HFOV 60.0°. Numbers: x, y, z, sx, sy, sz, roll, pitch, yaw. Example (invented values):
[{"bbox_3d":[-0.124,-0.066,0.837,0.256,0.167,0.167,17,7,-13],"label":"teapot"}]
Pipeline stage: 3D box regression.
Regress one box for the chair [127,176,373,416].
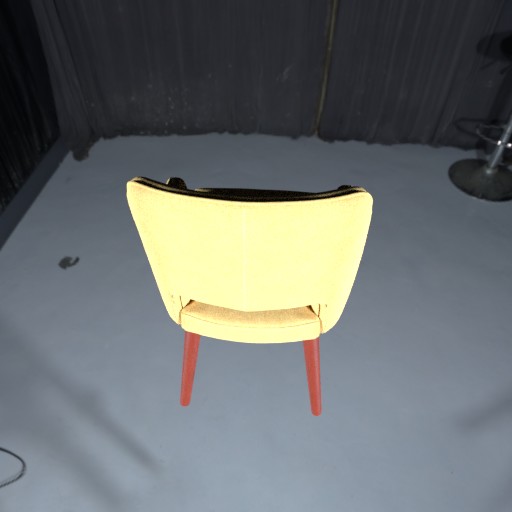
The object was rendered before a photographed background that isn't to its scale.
[{"bbox_3d":[0.000,0.000,1.226,0.548,0.849,0.605,3,46,3],"label":"chair"}]
